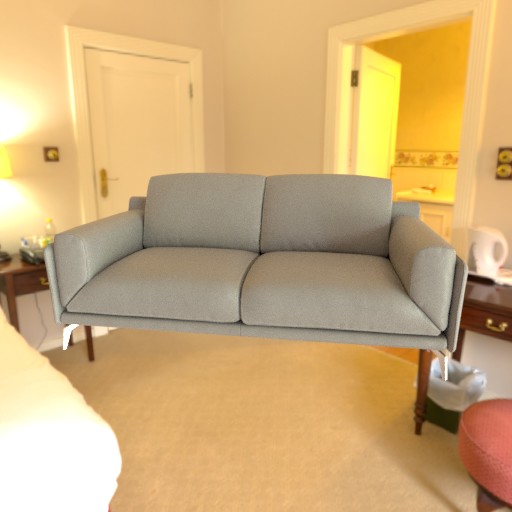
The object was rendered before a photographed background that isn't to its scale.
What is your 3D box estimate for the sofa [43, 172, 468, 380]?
[{"bbox_3d":[0.000,0.000,2.648,2.101,0.930,1.049,2,14,9],"label":"sofa"}]
